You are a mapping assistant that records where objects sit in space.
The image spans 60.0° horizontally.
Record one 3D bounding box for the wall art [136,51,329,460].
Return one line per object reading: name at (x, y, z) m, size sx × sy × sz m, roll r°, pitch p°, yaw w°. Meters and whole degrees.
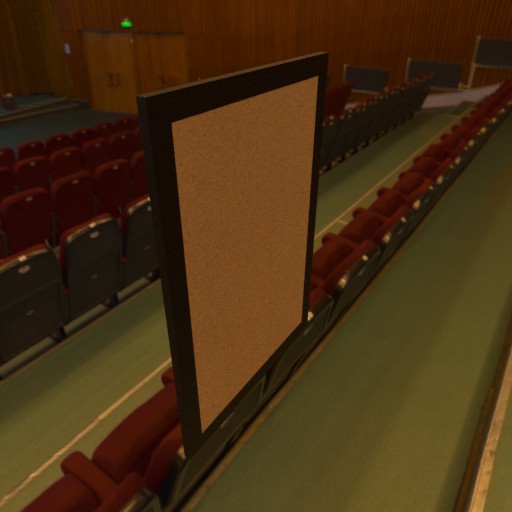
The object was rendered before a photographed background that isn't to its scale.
wall art at (0.000, 0.000, 0.677) m, size 0.013 × 0.534 × 0.381 m, roll 19°, pitch 36°, yaw 28°
